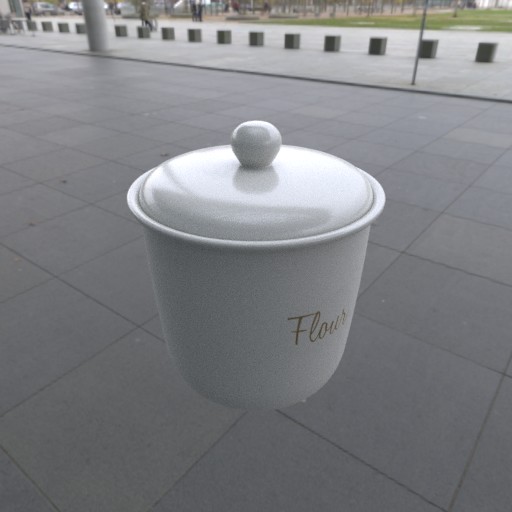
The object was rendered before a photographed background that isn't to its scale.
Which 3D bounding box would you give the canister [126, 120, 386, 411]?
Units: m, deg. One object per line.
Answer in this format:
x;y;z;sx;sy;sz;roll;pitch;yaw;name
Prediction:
0.000;0.000;0.350;0.182;0.208;0.182;0;30;0;canister
